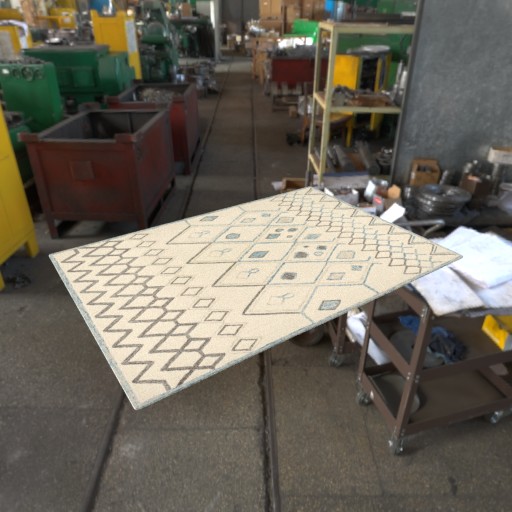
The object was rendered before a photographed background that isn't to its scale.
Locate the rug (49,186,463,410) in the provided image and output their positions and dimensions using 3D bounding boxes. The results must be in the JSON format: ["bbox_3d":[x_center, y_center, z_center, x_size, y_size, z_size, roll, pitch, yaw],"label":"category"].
[{"bbox_3d":[0.000,0.000,2.359,1.820,0.009,1.260,-19,34,-29],"label":"rug"}]
